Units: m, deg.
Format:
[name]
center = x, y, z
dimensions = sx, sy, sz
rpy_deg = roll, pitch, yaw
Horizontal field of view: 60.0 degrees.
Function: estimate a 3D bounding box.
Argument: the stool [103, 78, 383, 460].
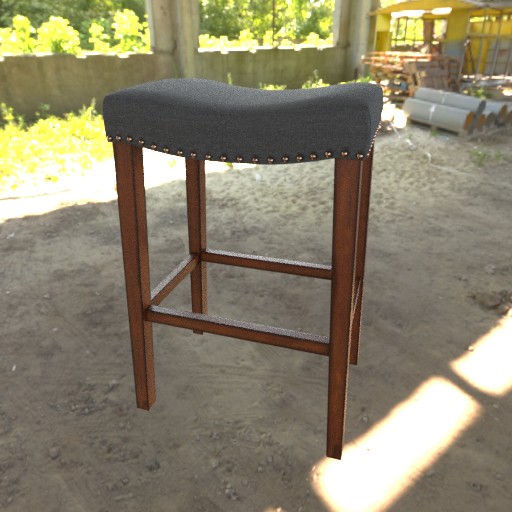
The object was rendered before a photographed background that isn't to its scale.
[stool]
center = 0.000, 0.000, 1.022
dimensions = 0.502, 0.748, 0.366
rpy_deg = 8, 27, 16
